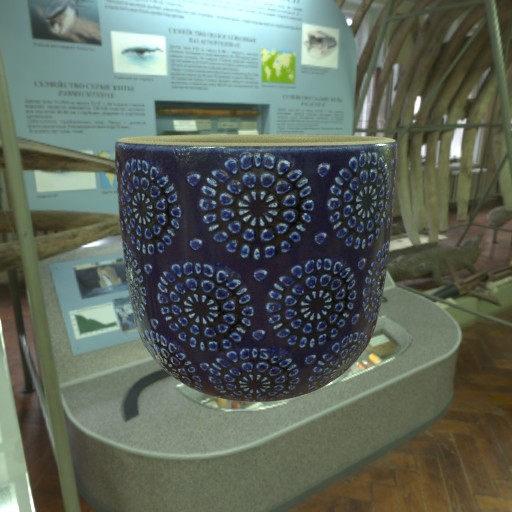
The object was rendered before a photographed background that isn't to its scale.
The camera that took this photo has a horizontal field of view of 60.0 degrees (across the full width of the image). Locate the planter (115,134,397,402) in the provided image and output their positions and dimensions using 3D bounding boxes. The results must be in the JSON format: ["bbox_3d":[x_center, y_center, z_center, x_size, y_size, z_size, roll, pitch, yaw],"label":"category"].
[{"bbox_3d":[0.000,0.000,0.288,0.165,0.149,0.165,0,17,0],"label":"planter"}]
